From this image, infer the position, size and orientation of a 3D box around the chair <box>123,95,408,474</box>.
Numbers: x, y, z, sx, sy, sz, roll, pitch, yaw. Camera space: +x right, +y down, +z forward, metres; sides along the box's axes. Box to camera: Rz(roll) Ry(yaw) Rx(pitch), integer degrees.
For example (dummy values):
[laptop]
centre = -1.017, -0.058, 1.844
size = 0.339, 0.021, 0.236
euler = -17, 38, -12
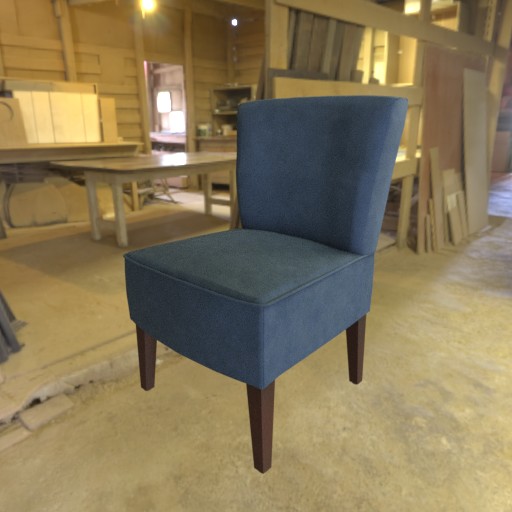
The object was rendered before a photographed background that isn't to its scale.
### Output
[chair]
centre = 0.000, 0.000, 1.164
size = 0.521, 0.806, 0.551
euler = 15, 23, 41
